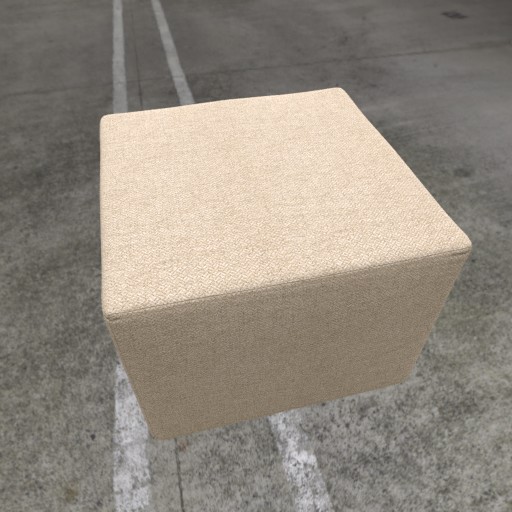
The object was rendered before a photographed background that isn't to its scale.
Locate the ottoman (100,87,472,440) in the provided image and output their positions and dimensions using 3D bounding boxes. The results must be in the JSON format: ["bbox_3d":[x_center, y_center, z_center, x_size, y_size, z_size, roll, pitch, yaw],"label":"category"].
[{"bbox_3d":[0.000,0.000,0.865,0.508,0.432,0.508,-10,46,-10],"label":"ottoman"}]
